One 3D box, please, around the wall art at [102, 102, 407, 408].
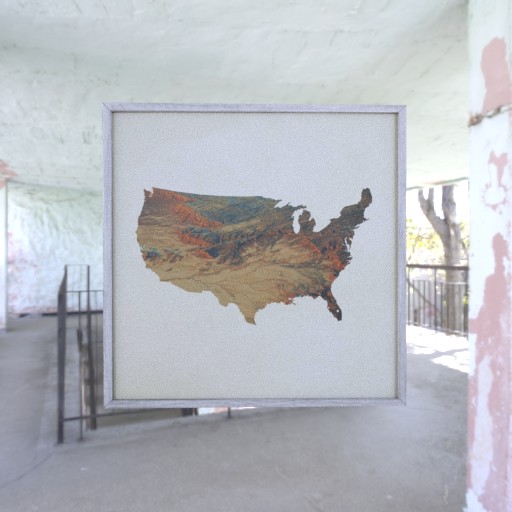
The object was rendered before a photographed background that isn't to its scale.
[{"bbox_3d":[0.000,0.000,0.748,0.508,0.507,0.016,0,1,-1],"label":"wall art"}]
